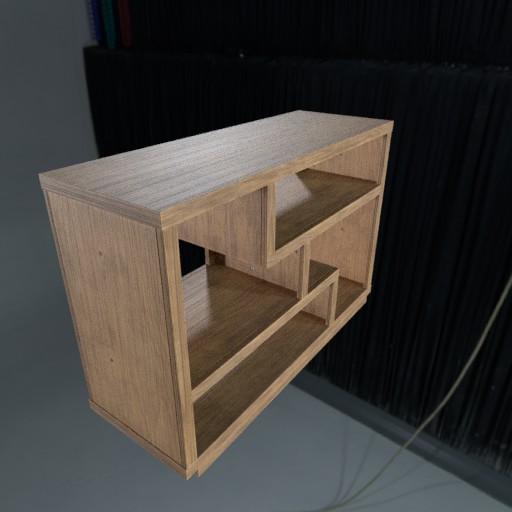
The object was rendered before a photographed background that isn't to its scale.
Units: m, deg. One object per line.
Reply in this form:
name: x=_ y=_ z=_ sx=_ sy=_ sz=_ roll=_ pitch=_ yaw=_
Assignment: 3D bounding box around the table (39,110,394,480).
table: x=0.000 y=0.000 z=1.504 sx=0.410 sy=0.771 sz=1.151 roll=19 pitch=32 yaw=32
